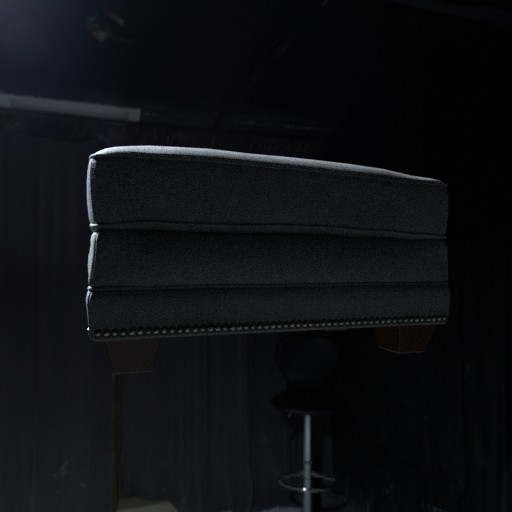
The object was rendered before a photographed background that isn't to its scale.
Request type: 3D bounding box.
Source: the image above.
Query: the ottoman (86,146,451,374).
[{"bbox_3d":[0.000,0.000,1.159,0.813,0.457,0.561,0,-1,-18],"label":"ottoman"}]
